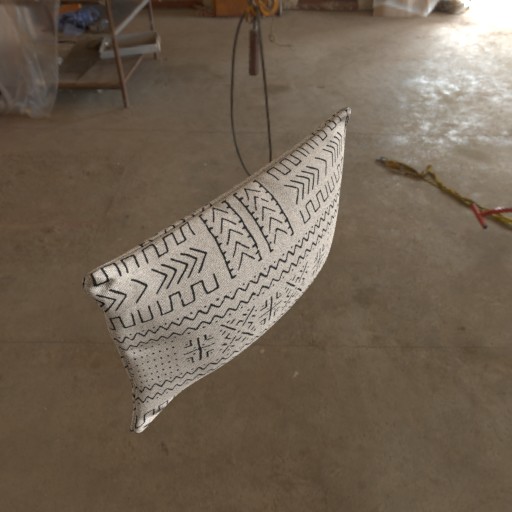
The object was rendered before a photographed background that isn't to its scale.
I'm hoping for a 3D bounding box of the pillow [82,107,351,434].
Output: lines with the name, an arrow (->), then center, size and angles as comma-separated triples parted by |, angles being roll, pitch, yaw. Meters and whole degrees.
pillow -> 0.000, 0.000, 0.799 | 0.188, 0.352, 0.637 | 26, 47, 27
